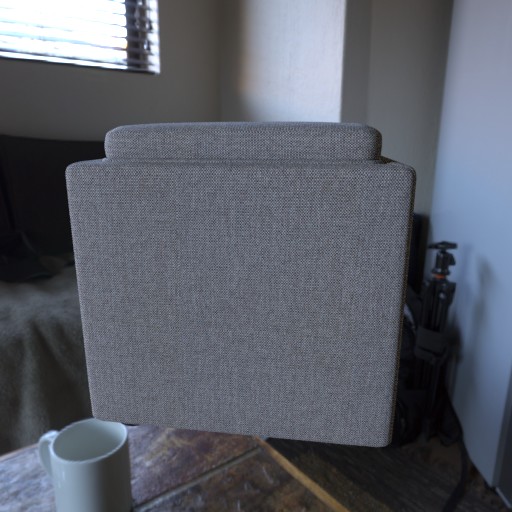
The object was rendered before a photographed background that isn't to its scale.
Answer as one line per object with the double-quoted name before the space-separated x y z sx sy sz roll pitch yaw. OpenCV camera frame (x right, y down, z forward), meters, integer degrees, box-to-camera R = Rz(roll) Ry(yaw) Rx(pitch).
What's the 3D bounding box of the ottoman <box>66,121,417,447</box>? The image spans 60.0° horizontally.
"ottoman" 0.000 0.000 0.801 0.450 0.460 0.450 2 15 8
